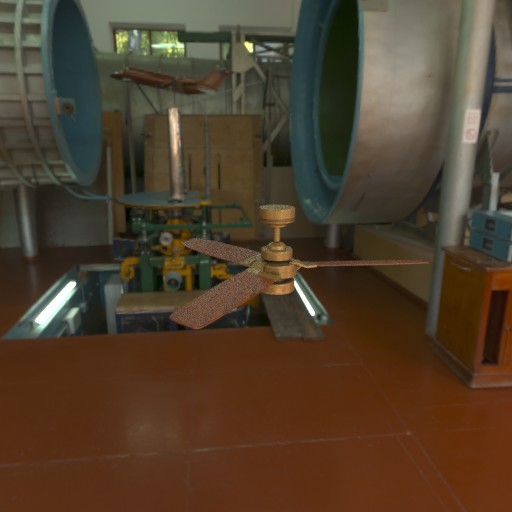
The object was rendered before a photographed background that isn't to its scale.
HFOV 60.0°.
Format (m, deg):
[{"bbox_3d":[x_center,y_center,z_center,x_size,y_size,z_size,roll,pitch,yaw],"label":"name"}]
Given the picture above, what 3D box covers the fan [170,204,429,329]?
[{"bbox_3d":[0.000,0.000,2.086,1.416,0.425,1.271,8,17,26],"label":"fan"}]
